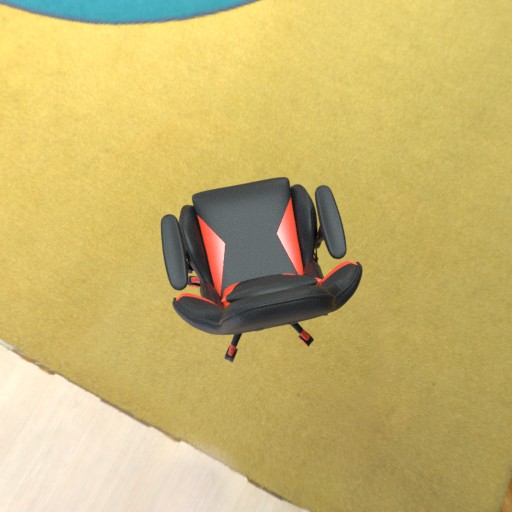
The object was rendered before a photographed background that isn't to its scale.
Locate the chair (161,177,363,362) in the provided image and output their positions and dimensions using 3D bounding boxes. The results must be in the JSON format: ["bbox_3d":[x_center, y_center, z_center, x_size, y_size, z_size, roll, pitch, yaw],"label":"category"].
[{"bbox_3d":[0.000,0.000,1.701,0.695,1.282,0.730,-11,77,-3],"label":"chair"}]
